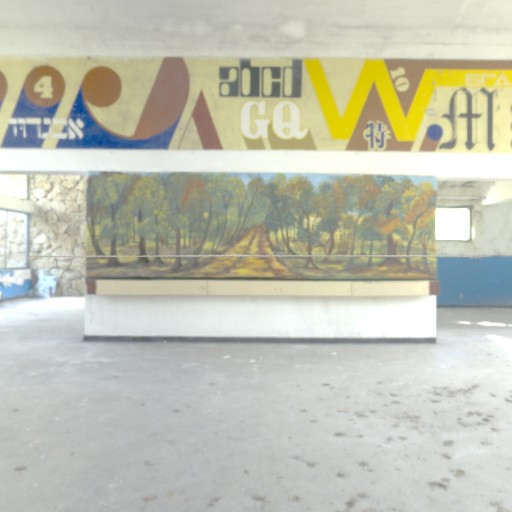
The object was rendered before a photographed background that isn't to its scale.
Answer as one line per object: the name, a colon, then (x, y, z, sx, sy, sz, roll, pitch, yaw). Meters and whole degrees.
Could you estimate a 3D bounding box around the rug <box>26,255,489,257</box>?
rug: (0.000, 0.000, 2.589, 2.346, 0.013, 0.712, 0, 0, 1)
